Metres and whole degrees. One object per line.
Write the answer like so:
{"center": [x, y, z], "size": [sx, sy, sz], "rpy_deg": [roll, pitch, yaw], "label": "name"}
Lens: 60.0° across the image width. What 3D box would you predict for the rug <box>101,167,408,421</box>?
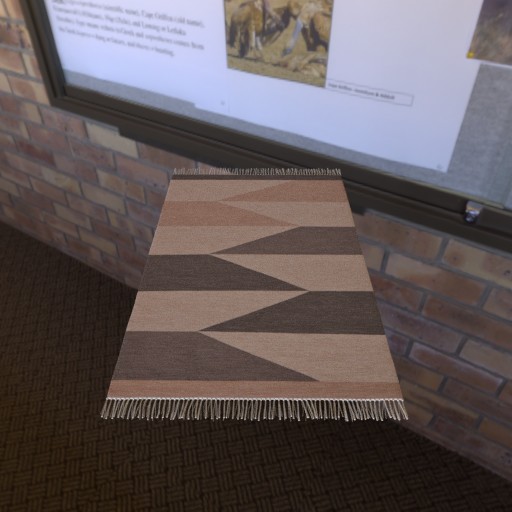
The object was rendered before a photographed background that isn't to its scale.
{"center": [0.000, 0.000, 2.519], "size": [1.224, 0.027, 2.021], "rpy_deg": [0, 40, 0], "label": "rug"}
